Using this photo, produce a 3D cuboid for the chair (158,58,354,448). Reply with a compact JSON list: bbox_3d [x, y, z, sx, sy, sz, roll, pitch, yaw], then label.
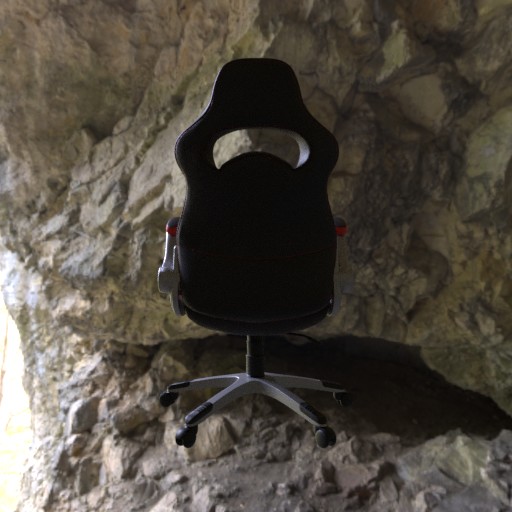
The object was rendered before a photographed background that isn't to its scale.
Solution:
[{"bbox_3d":[0.000,0.000,1.626,0.758,1.165,0.712,0,0,0],"label":"chair"}]
